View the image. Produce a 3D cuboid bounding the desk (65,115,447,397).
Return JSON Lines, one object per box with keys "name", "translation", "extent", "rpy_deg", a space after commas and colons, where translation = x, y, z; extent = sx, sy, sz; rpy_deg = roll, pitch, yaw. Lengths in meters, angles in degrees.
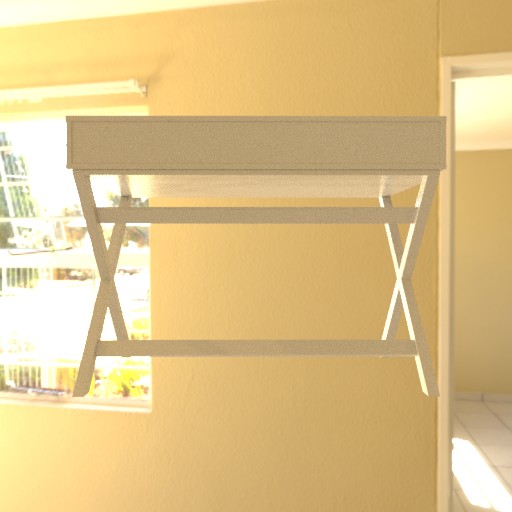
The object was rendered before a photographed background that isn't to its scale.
{"name": "desk", "translation": [0.000, 0.000, 1.483], "extent": [1.059, 0.780, 0.509], "rpy_deg": [0, 0, 0]}
